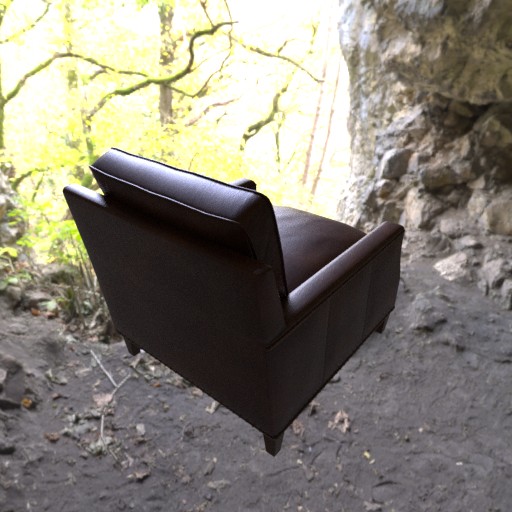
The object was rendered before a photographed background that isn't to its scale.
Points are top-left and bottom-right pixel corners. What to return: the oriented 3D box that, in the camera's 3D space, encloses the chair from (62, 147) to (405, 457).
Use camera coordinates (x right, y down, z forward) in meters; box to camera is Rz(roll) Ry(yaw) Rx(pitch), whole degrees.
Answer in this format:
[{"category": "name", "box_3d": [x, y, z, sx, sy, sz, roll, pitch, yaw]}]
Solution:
[{"category": "chair", "box_3d": [0.000, 0.000, 1.743, 0.853, 0.929, 1.014, 23, 38, 33]}]
